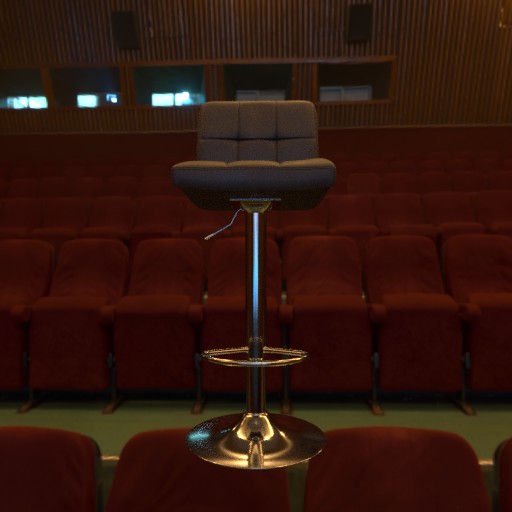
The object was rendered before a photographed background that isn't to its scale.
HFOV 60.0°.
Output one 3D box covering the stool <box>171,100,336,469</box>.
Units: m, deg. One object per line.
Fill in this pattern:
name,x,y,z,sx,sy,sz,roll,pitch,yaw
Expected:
stool,0.000,0.000,1.360,0.430,1.115,0.505,0,-1,2
